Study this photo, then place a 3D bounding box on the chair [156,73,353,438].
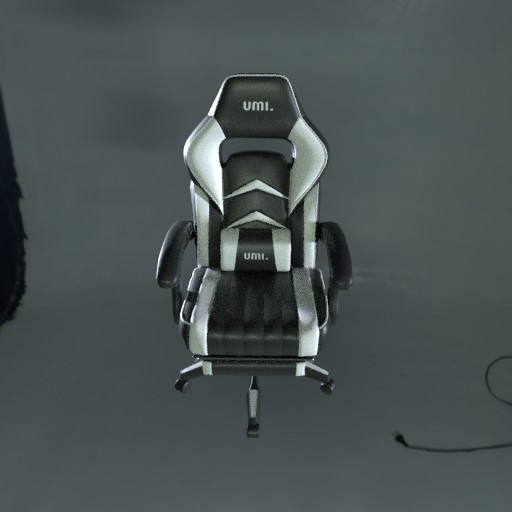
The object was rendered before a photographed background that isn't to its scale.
[{"bbox_3d":[0.000,0.000,1.659,0.676,1.200,0.700,0,30,1],"label":"chair"}]
